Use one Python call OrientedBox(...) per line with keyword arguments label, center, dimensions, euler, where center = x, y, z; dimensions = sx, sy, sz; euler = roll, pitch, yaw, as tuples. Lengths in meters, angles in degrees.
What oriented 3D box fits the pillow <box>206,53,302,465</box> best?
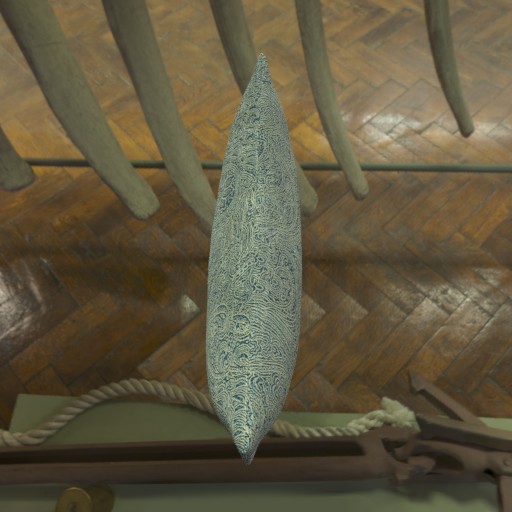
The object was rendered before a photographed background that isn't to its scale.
OrientedBox(label="pillow", center=(0.000, 0.000, 0.730), dimensions=(0.151, 0.295, 0.615), euler=(2, 63, 1))
